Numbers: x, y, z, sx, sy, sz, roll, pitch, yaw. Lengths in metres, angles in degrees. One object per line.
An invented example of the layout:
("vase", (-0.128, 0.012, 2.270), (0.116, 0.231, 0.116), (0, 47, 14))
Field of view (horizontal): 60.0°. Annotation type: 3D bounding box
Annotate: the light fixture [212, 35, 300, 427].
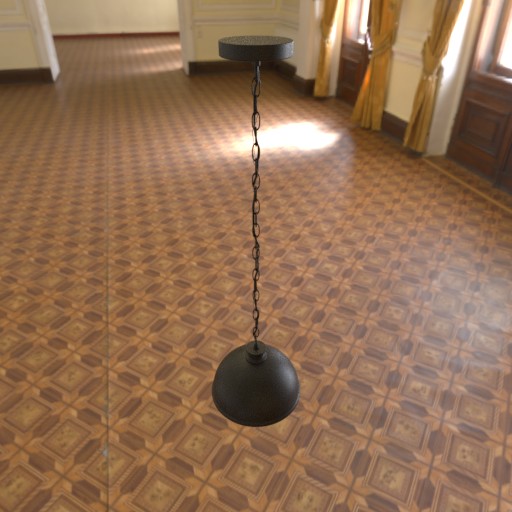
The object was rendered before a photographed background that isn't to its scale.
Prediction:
("light fixture", (0.000, 0.000, 1.236), (0.304, 1.090, 0.304), (-2, 33, -2))
